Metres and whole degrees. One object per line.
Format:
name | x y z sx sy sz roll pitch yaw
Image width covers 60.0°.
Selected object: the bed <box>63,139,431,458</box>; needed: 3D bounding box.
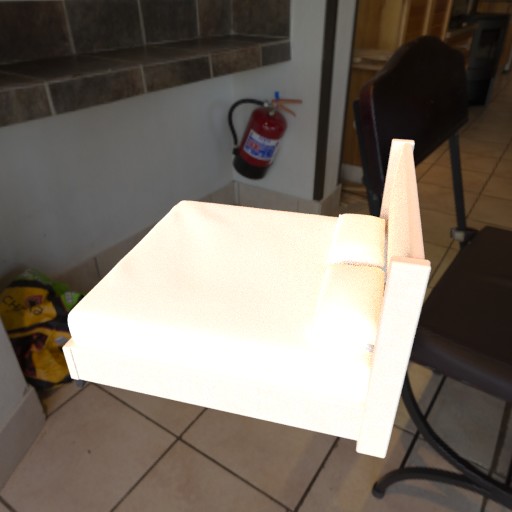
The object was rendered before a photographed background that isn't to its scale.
bed | 0.000 0.000 3.613 2.293 1.471 2.145 8 32 13
